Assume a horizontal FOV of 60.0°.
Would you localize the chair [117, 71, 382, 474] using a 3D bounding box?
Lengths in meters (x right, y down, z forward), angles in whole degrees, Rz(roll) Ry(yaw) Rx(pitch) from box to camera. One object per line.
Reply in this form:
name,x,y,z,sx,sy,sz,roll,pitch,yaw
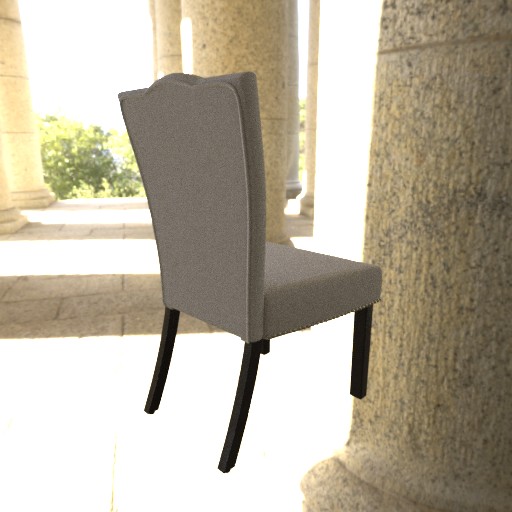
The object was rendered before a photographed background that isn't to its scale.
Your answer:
chair,0.000,0.000,1.295,0.589,0.946,0.518,-14,20,-43
